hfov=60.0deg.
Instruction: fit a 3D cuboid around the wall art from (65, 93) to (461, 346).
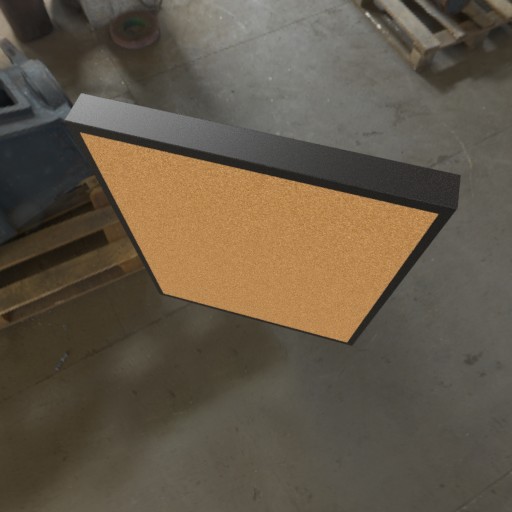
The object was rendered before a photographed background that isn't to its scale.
[{"bbox_3d":[0.000,0.000,0.492,0.294,0.369,0.030,14,65,7],"label":"wall art"}]
